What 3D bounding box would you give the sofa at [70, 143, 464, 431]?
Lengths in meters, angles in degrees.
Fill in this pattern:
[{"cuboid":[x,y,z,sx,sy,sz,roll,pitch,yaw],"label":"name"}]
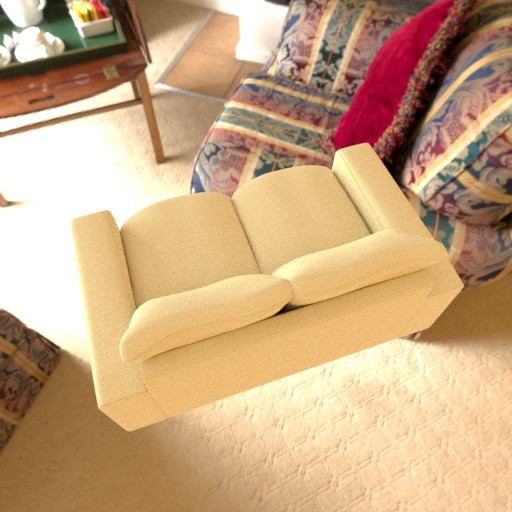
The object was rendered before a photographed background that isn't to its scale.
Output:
[{"cuboid":[0.000,0.000,2.324,1.754,0.875,1.091,-16,59,-10],"label":"sofa"}]
